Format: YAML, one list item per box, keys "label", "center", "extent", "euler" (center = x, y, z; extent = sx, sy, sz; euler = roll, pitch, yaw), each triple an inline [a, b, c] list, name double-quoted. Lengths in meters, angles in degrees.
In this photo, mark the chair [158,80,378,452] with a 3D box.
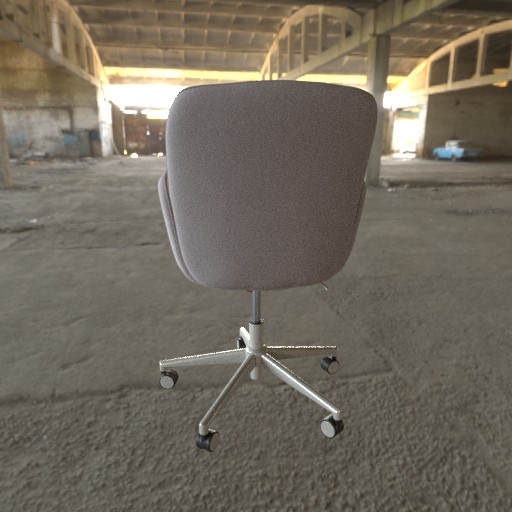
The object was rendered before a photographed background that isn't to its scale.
- label: "chair"
  center: [0.000, 0.000, 1.387]
  extent: [0.648, 0.959, 0.654]
  euler: [-3, 15, -9]
